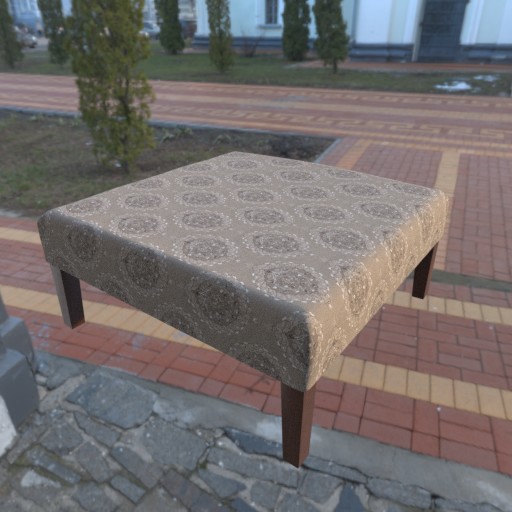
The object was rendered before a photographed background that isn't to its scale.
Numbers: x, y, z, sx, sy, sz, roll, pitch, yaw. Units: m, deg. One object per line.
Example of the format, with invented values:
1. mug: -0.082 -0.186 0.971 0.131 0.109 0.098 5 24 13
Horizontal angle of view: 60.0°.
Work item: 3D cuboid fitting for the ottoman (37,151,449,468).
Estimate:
1. ottoman: 0.000 0.000 1.394 0.890 0.411 0.889 19 33 32
